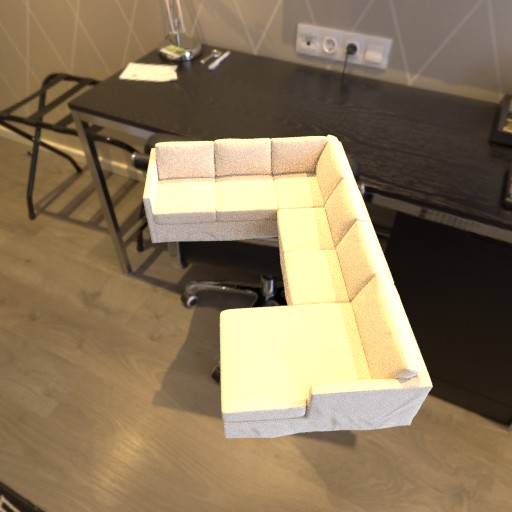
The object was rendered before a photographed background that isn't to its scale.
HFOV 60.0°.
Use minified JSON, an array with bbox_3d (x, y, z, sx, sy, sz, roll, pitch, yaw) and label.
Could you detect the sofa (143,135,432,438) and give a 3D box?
[{"bbox_3d":[0.000,0.000,4.614,2.427,0.882,3.460,-3,46,-3],"label":"sofa"}]
